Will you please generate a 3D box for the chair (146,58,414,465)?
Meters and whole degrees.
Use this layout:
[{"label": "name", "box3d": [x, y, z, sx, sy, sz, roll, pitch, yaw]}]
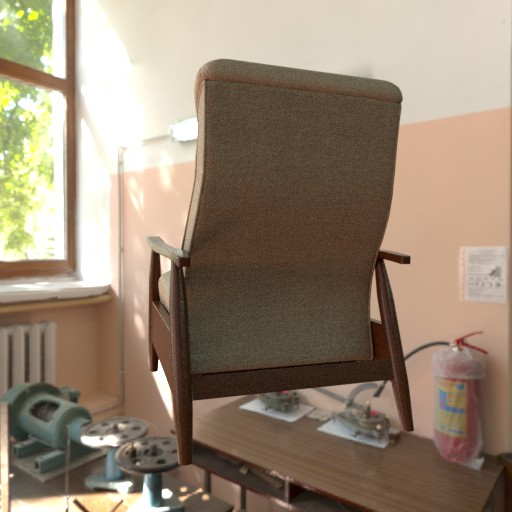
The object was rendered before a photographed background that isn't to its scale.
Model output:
[{"label": "chair", "box3d": [0.000, 0.000, 1.729, 0.762, 1.082, 1.014, 0, 1, -18]}]
